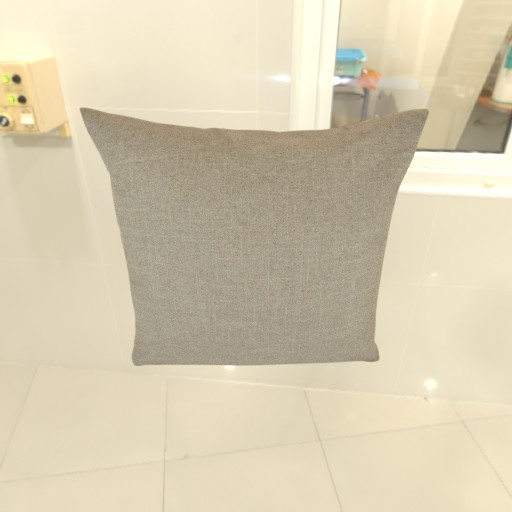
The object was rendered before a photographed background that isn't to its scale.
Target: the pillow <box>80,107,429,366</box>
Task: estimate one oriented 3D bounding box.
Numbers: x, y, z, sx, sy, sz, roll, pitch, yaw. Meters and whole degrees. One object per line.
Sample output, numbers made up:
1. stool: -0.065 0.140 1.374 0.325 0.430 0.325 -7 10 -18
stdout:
1. pillow: 0.000 0.000 0.781 0.513 0.511 0.158 -1 31 -1
